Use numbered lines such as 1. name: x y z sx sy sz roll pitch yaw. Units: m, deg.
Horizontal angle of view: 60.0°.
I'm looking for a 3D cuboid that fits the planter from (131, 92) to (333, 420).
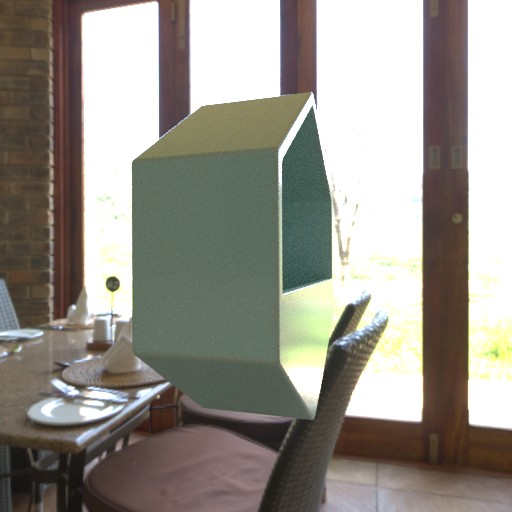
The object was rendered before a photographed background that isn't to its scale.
1. planter: 0.000 0.000 0.291 0.078 0.207 0.169 0 0 18
